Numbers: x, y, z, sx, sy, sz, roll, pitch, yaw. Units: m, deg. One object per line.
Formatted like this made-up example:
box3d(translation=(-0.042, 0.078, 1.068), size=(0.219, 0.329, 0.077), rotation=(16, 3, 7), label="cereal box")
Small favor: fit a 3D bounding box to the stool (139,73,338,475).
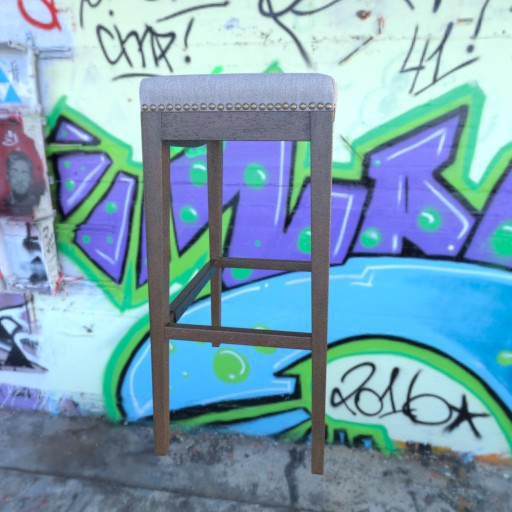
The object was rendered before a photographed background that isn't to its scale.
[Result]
box3d(translation=(0.000, 0.000, 1.047), size=(0.356, 0.762, 0.508), rotation=(3, 17, 9), label="stool")
